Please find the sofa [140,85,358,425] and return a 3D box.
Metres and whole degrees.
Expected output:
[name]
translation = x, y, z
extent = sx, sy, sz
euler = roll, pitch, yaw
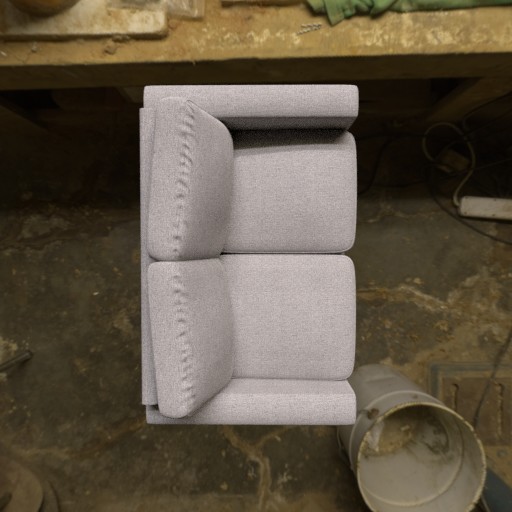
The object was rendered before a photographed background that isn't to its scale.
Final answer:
[sofa]
translation = 0.000, 0.000, 1.993
extent = 0.917, 0.873, 1.420
euler = 0, 92, 1
